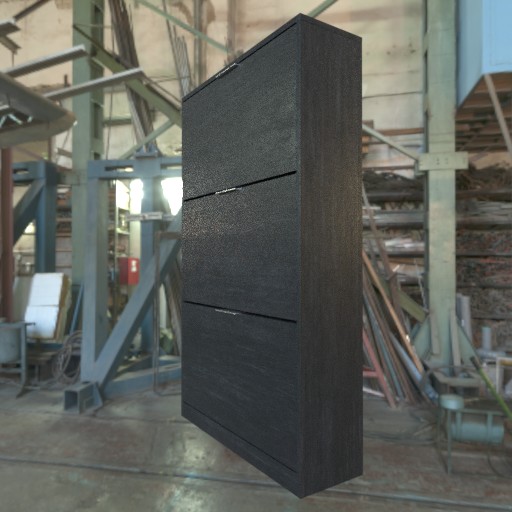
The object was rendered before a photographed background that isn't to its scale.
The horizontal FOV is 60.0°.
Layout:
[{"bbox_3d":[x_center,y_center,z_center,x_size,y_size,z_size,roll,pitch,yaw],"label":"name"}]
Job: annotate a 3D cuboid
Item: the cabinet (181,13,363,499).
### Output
[{"bbox_3d":[0.000,0.000,1.539,0.250,1.280,0.750,0,-1,-34],"label":"cabinet"}]
